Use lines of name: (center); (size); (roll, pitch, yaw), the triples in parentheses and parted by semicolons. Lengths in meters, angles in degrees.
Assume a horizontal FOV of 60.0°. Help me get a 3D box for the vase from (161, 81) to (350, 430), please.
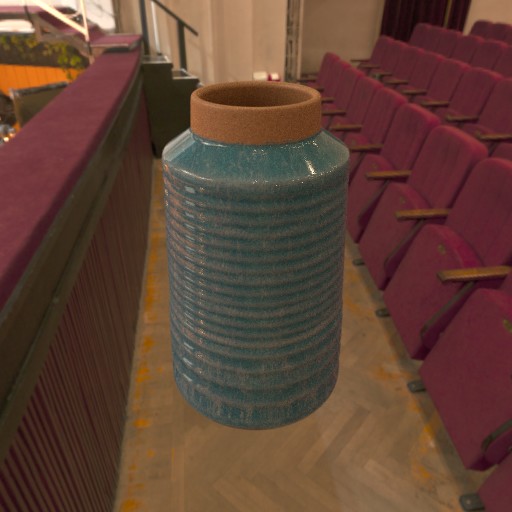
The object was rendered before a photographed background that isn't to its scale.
vase: (0.000, 0.000, 0.378); (0.163, 0.267, 0.163); (0, 32, 0)
